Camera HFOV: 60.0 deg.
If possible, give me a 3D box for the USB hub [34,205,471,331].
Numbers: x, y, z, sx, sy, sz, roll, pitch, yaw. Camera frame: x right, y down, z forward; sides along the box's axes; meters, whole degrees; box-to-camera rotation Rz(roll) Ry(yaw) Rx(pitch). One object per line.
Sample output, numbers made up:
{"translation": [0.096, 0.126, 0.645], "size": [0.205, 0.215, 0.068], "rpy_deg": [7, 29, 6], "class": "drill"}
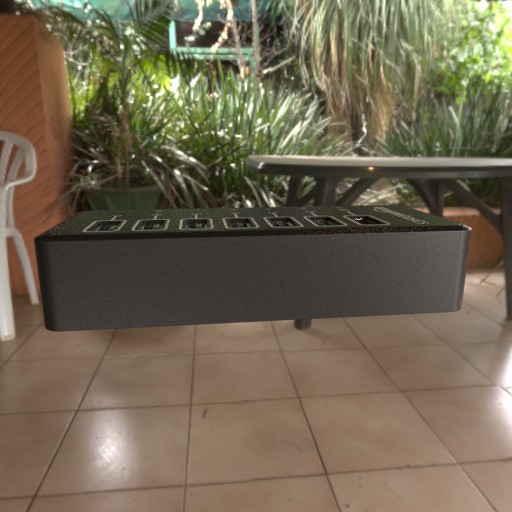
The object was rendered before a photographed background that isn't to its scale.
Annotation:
{"translation": [0.000, 0.000, 0.131], "size": [0.110, 0.023, 0.044], "rpy_deg": [-2, 14, -7], "class": "USB hub"}
